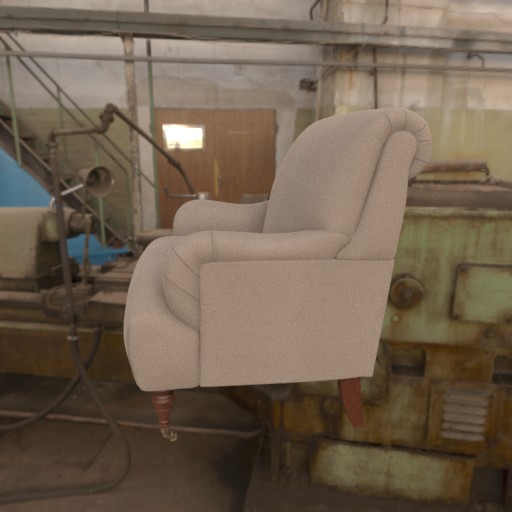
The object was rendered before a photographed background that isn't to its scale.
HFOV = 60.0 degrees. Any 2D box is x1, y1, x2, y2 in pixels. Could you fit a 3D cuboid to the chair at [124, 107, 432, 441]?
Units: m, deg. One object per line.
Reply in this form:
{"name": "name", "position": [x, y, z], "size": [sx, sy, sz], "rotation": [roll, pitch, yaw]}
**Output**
{"name": "chair", "position": [0.000, 0.000, 1.520], "size": [0.842, 0.942, 0.766], "rotation": [-2, 15, -8]}
